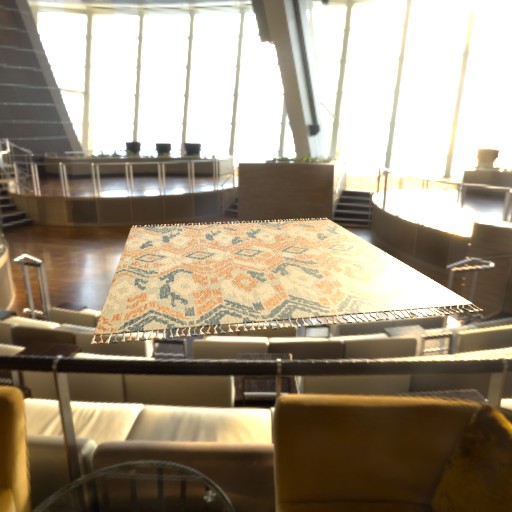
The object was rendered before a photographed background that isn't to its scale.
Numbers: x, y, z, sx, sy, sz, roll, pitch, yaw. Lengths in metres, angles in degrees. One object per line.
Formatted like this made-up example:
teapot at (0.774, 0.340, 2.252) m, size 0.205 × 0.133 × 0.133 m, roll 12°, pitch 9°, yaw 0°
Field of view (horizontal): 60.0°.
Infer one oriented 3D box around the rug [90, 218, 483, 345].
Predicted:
rug at (0.000, 0.000, 4.085) m, size 2.439 × 0.010 × 3.048 m, roll -3°, pitch 17°, yaw -10°
